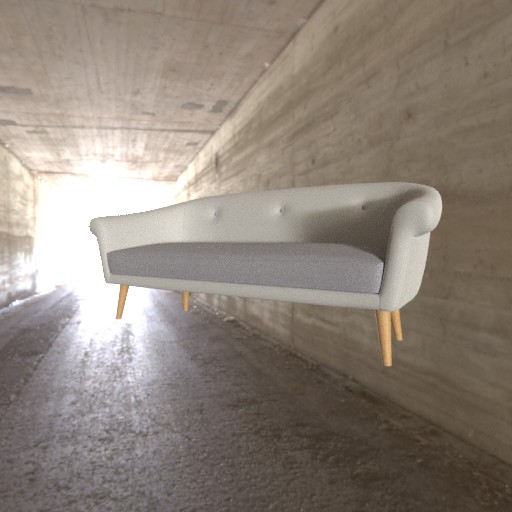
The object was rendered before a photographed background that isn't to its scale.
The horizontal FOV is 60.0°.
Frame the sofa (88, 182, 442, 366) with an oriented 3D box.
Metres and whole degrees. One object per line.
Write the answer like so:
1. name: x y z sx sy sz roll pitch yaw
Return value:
1. sofa: 0.000 0.000 2.544 2.160 0.795 0.827 2 3 37
